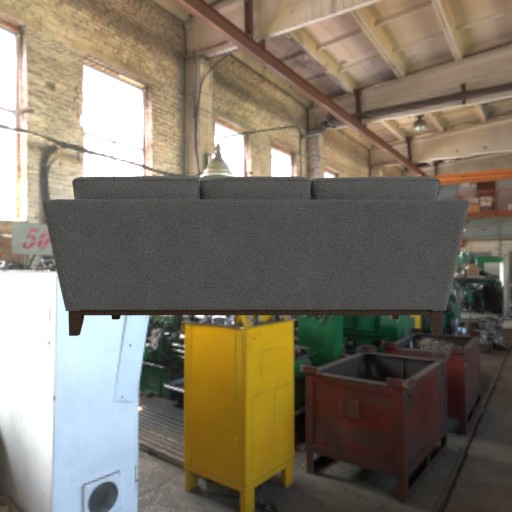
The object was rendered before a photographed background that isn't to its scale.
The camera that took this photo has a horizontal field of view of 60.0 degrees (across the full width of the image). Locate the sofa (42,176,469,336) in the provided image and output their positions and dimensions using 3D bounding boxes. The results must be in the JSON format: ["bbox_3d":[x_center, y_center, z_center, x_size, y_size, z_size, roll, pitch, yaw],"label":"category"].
[{"bbox_3d":[0.000,0.000,2.939,2.387,0.940,0.965,0,-1,0],"label":"sofa"}]
